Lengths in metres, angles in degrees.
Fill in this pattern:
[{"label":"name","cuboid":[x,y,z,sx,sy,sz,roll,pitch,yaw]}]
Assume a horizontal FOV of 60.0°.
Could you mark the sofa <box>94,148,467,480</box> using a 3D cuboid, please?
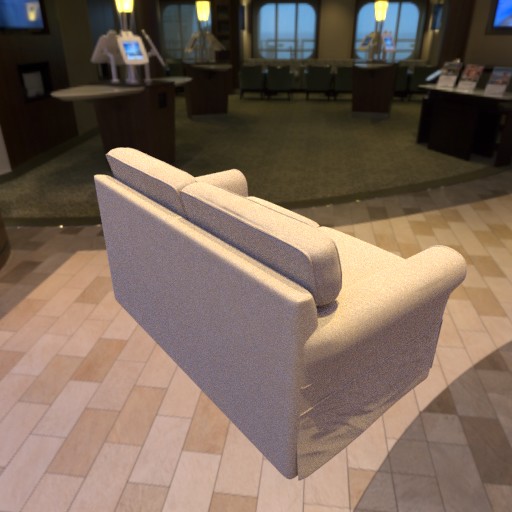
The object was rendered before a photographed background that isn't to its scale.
[{"label":"sofa","cuboid":[0.000,0.000,2.272,0.991,0.940,1.727,-20,33,-34]}]
